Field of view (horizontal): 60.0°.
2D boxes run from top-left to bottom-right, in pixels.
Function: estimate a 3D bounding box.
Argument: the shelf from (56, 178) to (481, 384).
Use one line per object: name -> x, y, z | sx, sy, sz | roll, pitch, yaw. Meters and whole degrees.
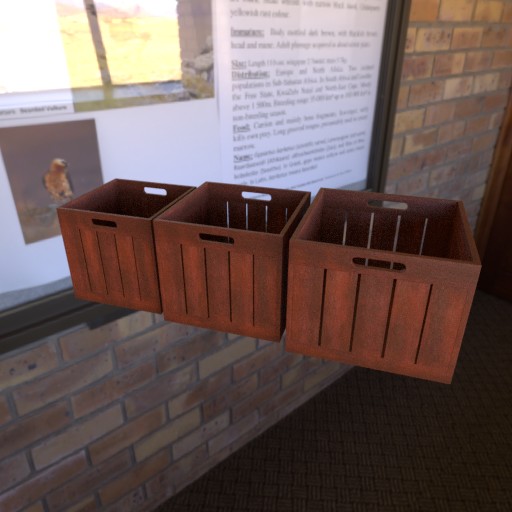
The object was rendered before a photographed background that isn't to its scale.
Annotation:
shelf -> 0.000, 0.000, 1.261 | 1.064, 0.311, 0.393 | 8, 28, 16
